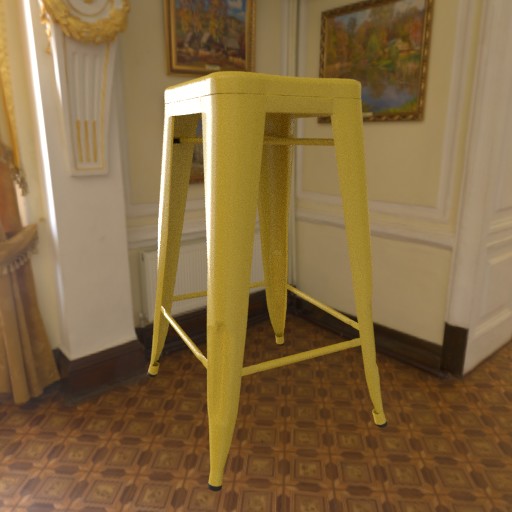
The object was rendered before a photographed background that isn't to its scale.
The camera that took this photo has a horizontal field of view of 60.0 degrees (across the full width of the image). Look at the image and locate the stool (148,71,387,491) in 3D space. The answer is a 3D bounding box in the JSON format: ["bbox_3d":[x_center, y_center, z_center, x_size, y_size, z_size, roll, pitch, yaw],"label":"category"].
[{"bbox_3d":[0.000,0.000,0.839,0.359,0.609,0.399,-8,17,-27],"label":"stool"}]
